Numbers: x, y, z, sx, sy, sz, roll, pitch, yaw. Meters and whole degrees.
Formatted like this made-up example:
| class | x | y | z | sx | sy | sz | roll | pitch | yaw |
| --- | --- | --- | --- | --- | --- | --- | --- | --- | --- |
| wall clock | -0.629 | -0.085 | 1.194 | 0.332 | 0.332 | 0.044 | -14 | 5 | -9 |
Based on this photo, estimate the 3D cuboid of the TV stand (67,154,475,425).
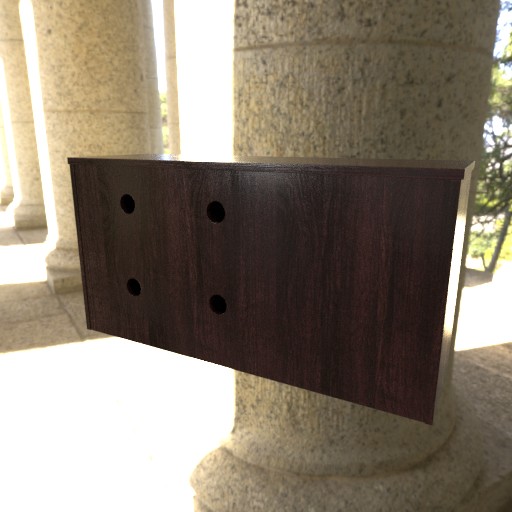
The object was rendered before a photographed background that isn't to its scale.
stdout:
| class | x | y | z | sx | sy | sz | roll | pitch | yaw |
| --- | --- | --- | --- | --- | --- | --- | --- | --- | --- |
| TV stand | 0.000 | 0.000 | 1.433 | 1.192 | 0.614 | 0.404 | 8 | 17 | 27 |
